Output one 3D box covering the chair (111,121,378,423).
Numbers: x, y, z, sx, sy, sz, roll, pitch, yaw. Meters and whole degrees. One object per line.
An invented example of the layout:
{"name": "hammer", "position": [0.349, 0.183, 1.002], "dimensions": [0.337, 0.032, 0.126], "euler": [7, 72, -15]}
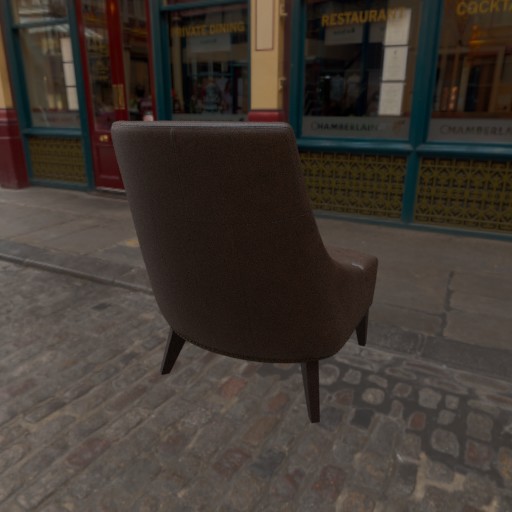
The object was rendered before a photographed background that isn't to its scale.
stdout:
{"name": "chair", "position": [0.000, 0.000, 1.550], "dimensions": [0.701, 0.909, 0.861], "euler": [9, 19, 26]}
